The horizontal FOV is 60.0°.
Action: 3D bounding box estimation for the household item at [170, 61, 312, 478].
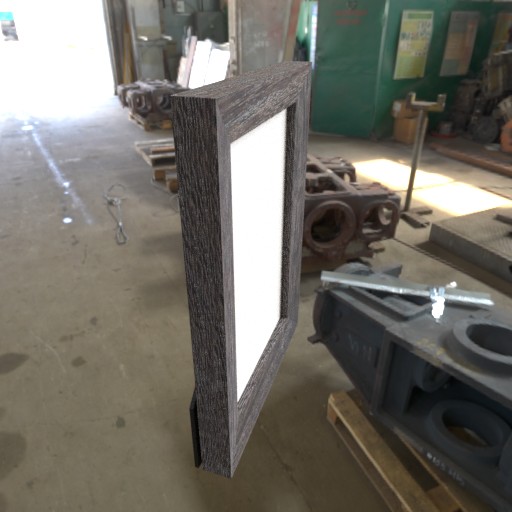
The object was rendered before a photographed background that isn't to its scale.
[{"bbox_3d":[0.000,0.000,0.235,0.020,0.180,0.133,9,30,17],"label":"household item"}]
